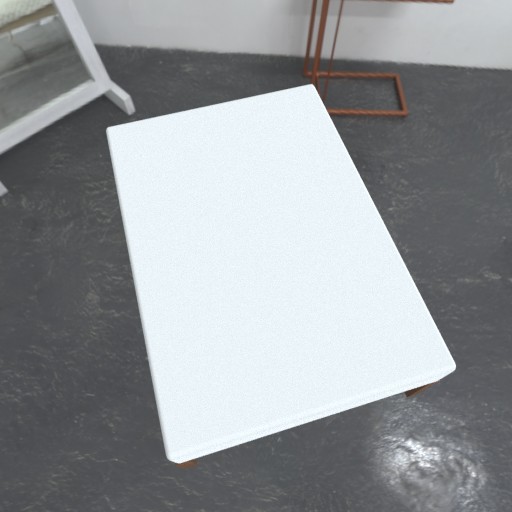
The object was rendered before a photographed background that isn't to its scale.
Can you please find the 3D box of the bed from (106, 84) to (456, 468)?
[{"bbox_3d":[0.000,0.000,2.603,1.348,0.616,1.927,-15,63,-8],"label":"bed"}]
